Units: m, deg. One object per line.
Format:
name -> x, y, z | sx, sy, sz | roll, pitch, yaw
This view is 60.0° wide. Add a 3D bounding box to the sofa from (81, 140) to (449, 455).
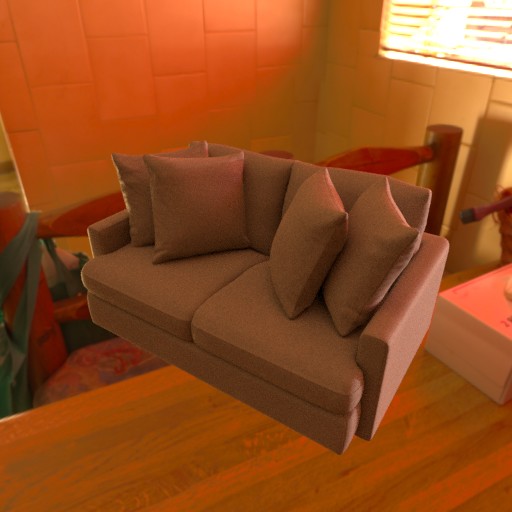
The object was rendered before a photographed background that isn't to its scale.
sofa -> 0.000, 0.000, 2.580 | 1.869, 1.080, 1.228 | 19, 35, 29
